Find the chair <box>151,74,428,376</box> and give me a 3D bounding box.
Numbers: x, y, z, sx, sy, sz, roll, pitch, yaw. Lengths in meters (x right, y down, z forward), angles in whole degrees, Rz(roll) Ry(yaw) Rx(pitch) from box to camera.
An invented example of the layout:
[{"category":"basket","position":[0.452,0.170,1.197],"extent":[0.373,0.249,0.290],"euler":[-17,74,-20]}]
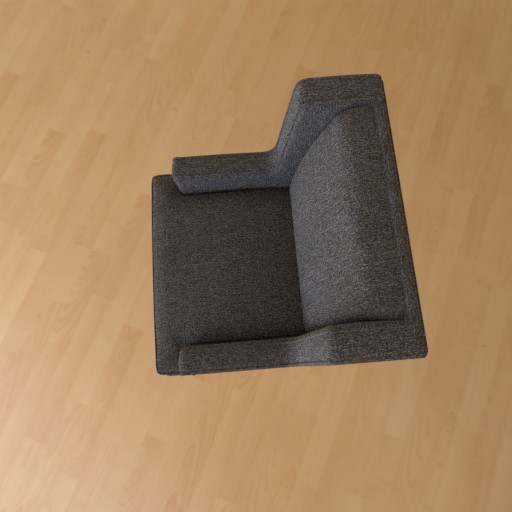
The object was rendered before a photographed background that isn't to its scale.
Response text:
[{"category":"chair","position":[0.000,0.000,1.874],"extent":[0.927,1.082,0.942],"euler":[-4,76,-1]}]
